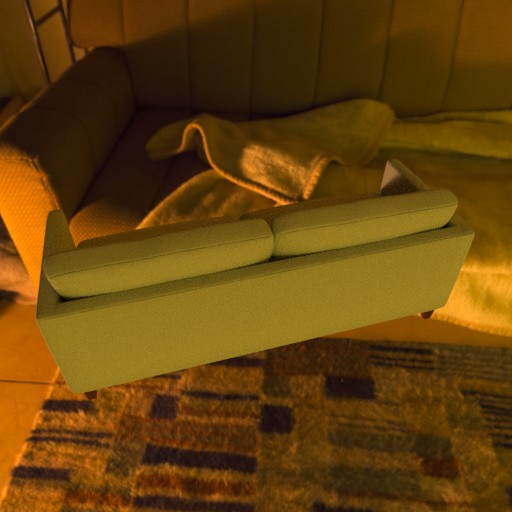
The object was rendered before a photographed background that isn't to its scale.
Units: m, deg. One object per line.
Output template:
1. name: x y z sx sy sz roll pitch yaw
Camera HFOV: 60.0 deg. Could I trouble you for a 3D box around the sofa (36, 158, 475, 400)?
1. sofa: 0.000 0.000 2.829 2.434 0.965 0.948 -11 42 -12
